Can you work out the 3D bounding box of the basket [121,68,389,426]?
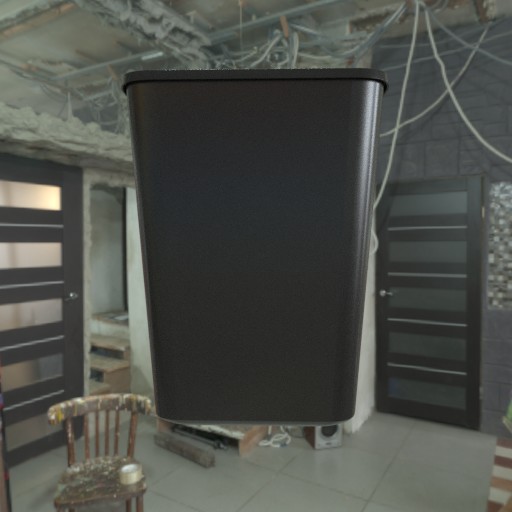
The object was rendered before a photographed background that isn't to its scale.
[{"bbox_3d":[0.000,0.000,0.756,0.394,0.521,0.287,0,2,1],"label":"basket"}]
